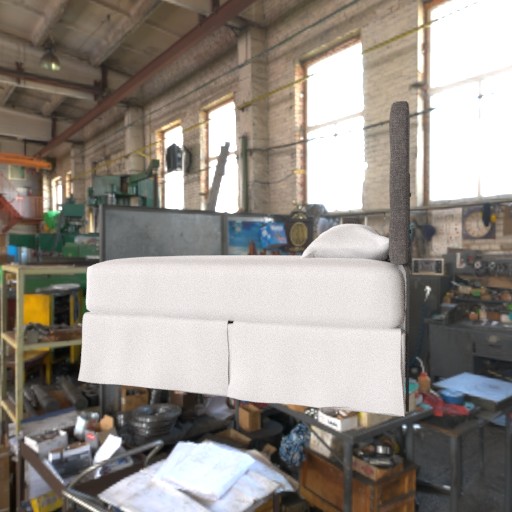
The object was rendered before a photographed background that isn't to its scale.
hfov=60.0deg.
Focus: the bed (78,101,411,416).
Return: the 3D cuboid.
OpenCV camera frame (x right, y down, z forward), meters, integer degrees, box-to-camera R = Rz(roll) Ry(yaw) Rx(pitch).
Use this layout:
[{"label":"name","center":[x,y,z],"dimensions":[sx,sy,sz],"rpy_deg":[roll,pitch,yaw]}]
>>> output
[{"label":"bed","center":[0.000,0.000,3.041],"dimensions":[1.997,1.571,1.261],"rpy_deg":[0,1,19]}]
